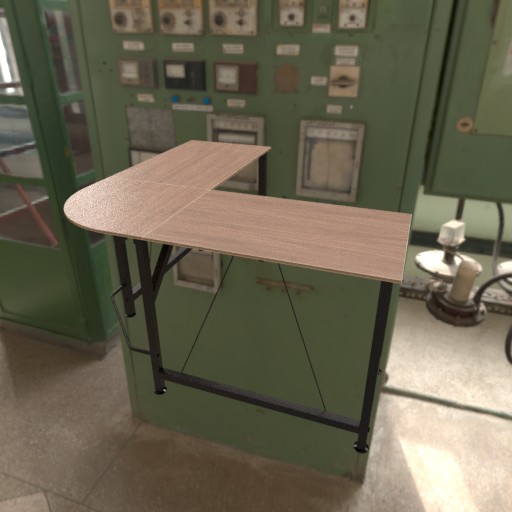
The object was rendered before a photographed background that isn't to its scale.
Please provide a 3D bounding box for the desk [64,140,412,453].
[{"bbox_3d":[0.000,0.000,2.234,1.400,0.762,1.400,9,29,18],"label":"desk"}]
